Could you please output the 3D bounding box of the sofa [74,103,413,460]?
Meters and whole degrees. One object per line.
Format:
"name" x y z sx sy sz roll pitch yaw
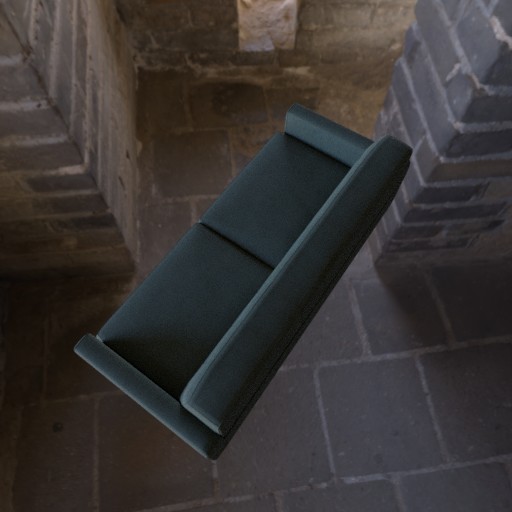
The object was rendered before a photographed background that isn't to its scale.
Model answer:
"sofa" 0.000 0.000 2.593 0.909 0.841 2.029 32 68 15
